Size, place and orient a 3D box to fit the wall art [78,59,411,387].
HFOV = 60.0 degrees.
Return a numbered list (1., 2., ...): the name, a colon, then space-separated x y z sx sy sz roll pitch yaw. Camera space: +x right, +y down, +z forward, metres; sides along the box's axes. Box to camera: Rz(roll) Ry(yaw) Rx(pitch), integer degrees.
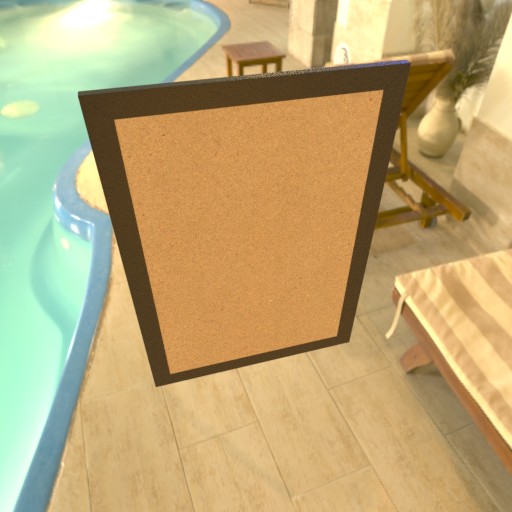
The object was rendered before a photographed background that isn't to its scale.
1. wall art: 0.000 0.000 0.670 0.381 0.534 0.013 -10 42 -12
